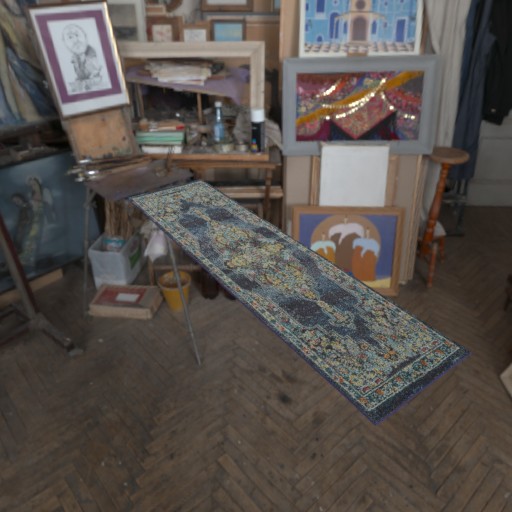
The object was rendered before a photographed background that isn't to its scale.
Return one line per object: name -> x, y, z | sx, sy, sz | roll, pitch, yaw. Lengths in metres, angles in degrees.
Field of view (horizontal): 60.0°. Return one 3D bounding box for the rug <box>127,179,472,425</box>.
rug -> 0.000, 0.000, 2.483 | 0.602, 0.016, 2.283 | -21, 38, -29
